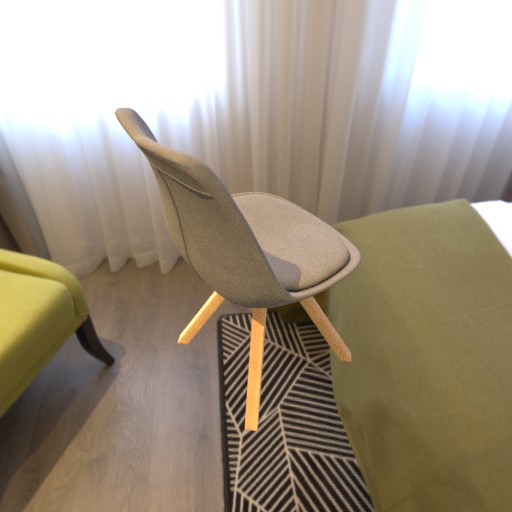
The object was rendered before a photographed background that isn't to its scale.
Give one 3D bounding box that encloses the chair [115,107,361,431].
[{"bbox_3d":[0.000,0.000,1.203,0.549,0.863,0.474,-26,47,-27],"label":"chair"}]
